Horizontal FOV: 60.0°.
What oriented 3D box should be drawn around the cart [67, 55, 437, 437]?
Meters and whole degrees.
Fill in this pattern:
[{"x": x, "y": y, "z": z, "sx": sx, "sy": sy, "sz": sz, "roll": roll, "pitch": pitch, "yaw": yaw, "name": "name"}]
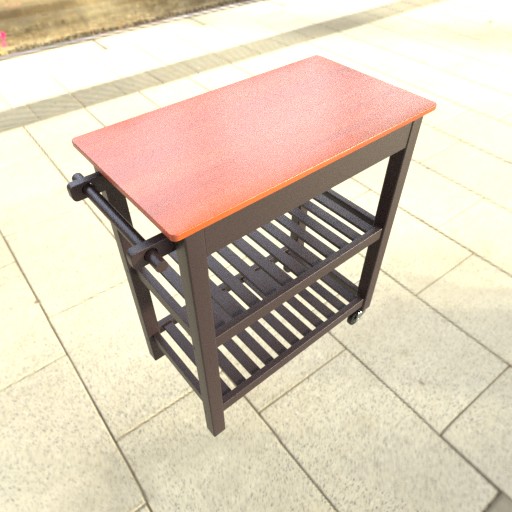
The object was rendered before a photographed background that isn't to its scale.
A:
[{"x": 0.000, "y": 0.000, "z": 1.434, "sx": 0.899, "sy": 0.927, "sz": 0.457, "roll": -30, "pitch": 52, "yaw": -27, "name": "cart"}]
